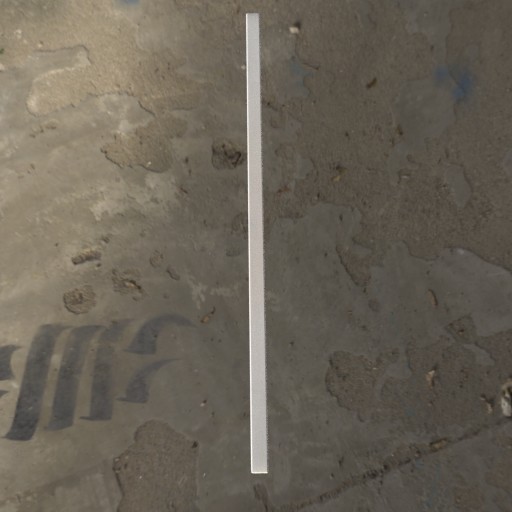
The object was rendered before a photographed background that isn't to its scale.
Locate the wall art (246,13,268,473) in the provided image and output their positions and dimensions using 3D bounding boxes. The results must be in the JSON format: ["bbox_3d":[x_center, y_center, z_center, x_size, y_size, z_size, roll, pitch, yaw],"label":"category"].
[{"bbox_3d":[0.000,0.000,1.576,0.039,0.915,1.219,-1,76,0],"label":"wall art"}]
